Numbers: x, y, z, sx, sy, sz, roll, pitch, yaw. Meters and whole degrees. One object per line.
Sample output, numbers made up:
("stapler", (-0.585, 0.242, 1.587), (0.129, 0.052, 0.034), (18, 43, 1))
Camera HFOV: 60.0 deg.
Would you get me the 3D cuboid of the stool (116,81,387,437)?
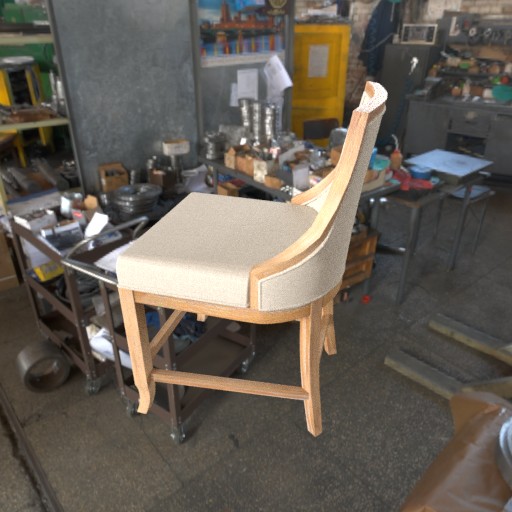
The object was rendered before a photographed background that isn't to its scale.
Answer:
("stool", (0.000, 0.000, 1.312), (0.626, 0.938, 0.524), (8, 30, 14))
